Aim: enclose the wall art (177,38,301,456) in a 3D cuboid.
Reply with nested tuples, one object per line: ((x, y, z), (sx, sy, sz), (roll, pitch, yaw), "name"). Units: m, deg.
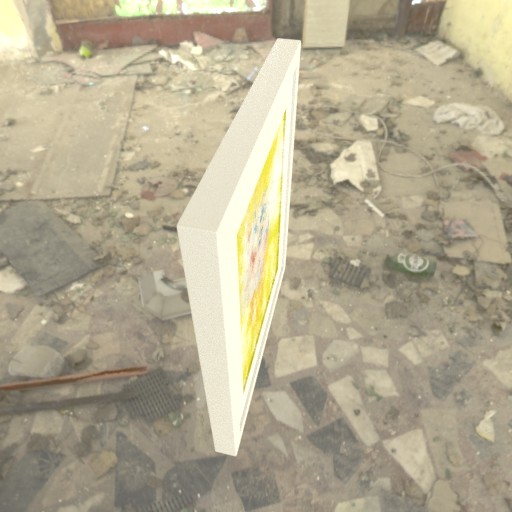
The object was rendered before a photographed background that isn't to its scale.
((0.000, 0.000, 0.530), (0.028, 0.381, 0.331), (10, 47, 9), "wall art")
